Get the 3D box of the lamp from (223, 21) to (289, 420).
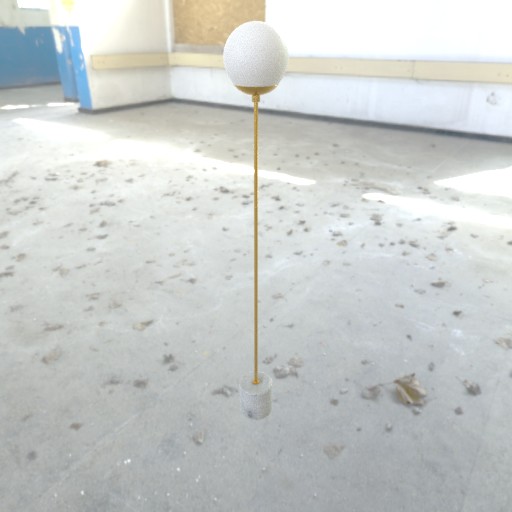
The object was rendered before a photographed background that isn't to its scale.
[{"bbox_3d":[0.000,0.000,1.871,0.224,1.753,0.224,18,32,31],"label":"lamp"}]
